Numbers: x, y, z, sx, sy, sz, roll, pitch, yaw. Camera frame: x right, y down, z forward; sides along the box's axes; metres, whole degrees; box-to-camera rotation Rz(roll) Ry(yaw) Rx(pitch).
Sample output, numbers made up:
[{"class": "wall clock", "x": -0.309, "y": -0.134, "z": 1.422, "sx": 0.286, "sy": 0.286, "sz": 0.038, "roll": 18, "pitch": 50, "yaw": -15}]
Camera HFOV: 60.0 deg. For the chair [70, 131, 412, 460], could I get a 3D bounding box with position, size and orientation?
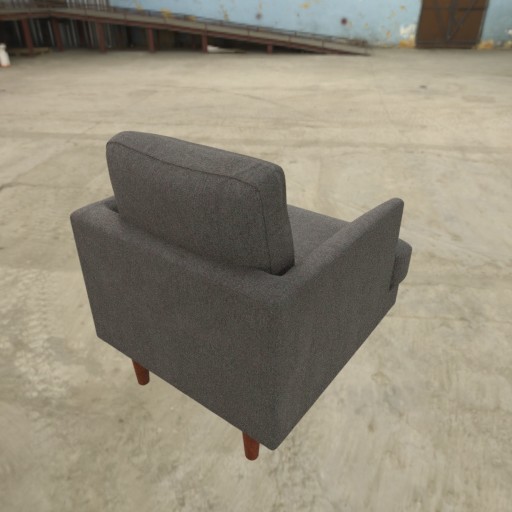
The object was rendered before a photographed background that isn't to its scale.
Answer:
[{"class": "chair", "x": 0.000, "y": 0.000, "z": 1.601, "sx": 0.858, "sy": 0.957, "sz": 0.899, "roll": 21, "pitch": 36, "yaw": 32}]
